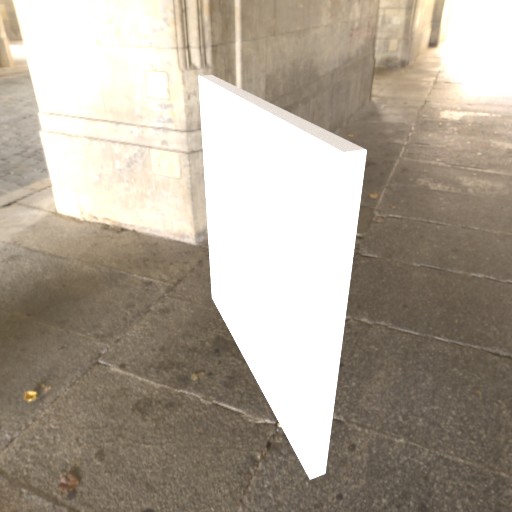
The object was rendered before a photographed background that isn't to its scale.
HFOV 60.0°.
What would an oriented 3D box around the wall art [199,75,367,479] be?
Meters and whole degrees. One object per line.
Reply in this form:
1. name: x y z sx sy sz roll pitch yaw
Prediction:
1. wall art: 0.000 0.000 1.131 0.040 0.762 0.762 -11 32 -19
